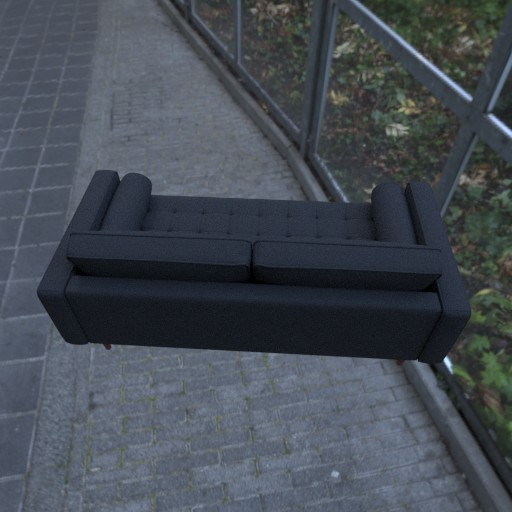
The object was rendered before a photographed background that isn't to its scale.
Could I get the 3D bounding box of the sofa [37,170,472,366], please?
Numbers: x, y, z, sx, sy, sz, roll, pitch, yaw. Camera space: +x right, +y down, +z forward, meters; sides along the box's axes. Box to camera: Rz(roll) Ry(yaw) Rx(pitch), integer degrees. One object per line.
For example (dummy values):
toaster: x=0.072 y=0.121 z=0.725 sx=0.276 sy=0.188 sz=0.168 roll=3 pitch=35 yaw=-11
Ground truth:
sofa: x=0.000 y=0.000 z=2.324 sx=1.875 sy=0.759 sz=0.914 roll=3 pitch=48 yaw=2
